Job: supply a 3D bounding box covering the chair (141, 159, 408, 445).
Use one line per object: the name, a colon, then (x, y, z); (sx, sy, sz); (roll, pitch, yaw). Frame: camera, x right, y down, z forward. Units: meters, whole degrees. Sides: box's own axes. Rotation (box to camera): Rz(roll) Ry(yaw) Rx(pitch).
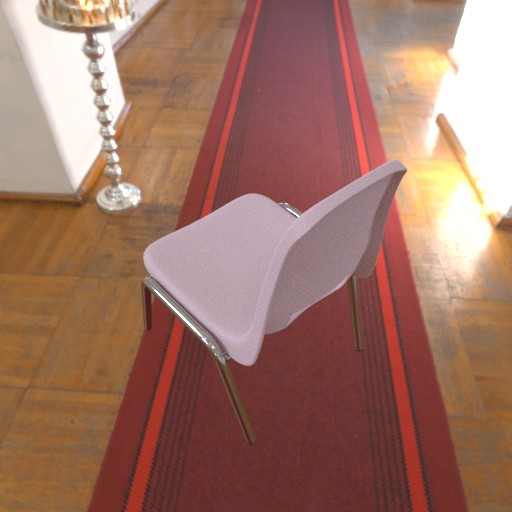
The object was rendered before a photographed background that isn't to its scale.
chair: (0.000, 0.000, 0.803); (0.354, 0.536, 0.385); (-32, 54, -27)
